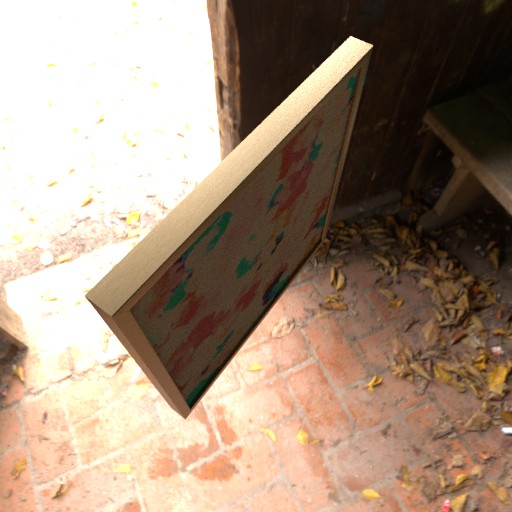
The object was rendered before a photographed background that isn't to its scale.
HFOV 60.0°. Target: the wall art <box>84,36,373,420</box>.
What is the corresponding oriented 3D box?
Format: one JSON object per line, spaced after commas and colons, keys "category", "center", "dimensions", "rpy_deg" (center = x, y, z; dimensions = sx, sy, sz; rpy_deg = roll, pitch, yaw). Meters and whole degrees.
{"category": "wall art", "center": [0.000, 0.000, 0.746], "dimensions": [0.037, 0.509, 0.510], "rpy_deg": [32, 65, 18]}
